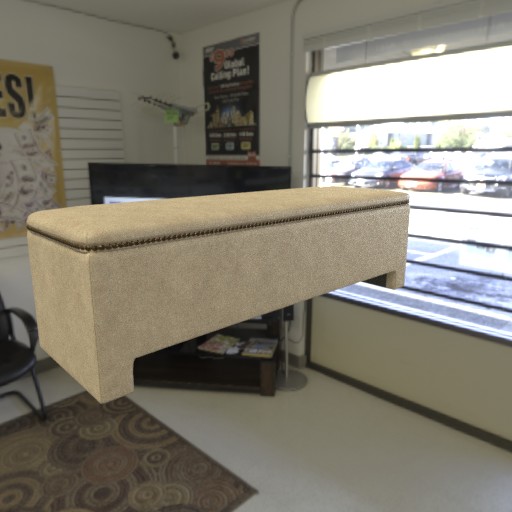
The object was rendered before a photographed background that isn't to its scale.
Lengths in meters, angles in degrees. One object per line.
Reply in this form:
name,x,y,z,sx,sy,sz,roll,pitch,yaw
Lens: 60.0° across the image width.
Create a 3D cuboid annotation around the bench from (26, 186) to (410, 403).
bench,0.000,0.000,1.690,1.482,0.447,0.470,-12,18,-41
